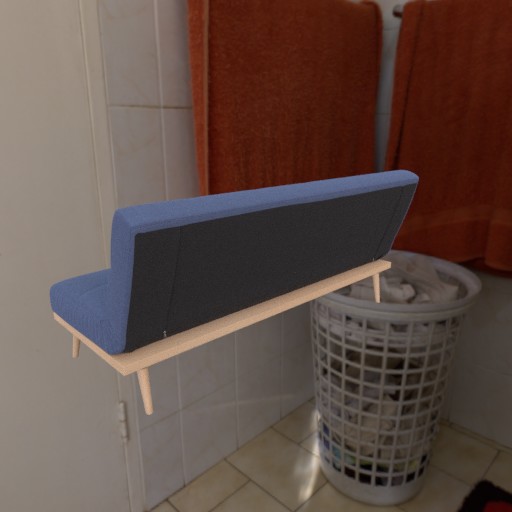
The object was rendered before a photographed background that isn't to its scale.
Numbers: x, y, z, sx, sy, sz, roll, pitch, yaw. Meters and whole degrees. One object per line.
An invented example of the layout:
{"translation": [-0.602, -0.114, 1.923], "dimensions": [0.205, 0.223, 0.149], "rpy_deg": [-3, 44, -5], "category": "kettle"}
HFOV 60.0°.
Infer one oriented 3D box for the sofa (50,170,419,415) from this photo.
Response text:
{"translation": [0.000, 0.000, 2.255], "dimensions": [1.800, 0.800, 0.796], "rpy_deg": [-15, 22, -41], "category": "sofa"}
